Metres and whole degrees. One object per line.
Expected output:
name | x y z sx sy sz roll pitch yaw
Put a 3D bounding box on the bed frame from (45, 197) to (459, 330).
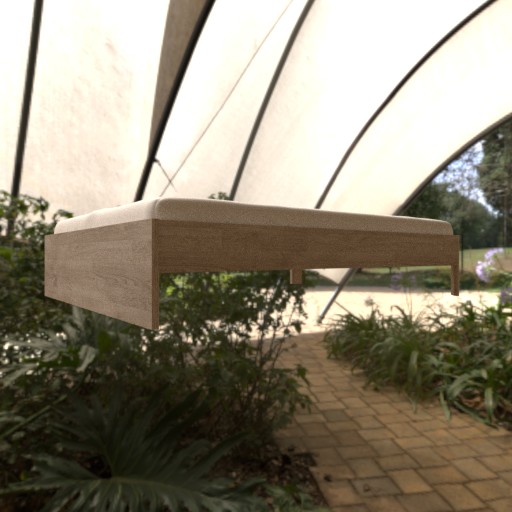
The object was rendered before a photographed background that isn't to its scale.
bed frame | 0.000 0.000 2.571 1.950 0.462 1.490 0 0 -37
